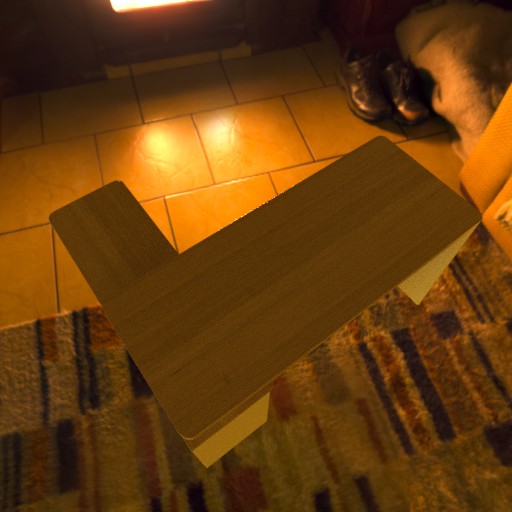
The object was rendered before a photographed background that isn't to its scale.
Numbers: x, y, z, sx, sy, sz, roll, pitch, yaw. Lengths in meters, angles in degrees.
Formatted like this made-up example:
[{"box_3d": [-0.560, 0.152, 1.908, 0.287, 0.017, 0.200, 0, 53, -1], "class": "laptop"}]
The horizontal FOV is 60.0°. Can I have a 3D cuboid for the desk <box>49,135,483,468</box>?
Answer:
[{"box_3d": [0.000, 0.000, 2.110, 1.400, 0.770, 1.175, -33, 64, -18], "class": "desk"}]
